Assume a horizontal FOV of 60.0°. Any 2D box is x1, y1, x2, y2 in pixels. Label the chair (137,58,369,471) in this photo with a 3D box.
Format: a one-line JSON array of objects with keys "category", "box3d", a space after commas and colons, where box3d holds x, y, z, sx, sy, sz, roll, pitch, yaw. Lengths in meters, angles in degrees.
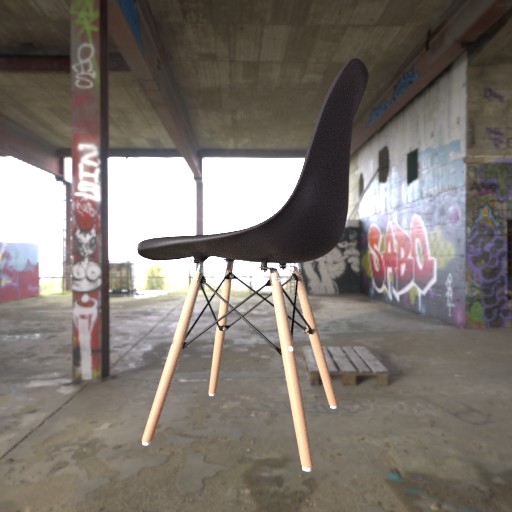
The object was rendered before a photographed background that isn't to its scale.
[{"category": "chair", "box3d": [0.000, 0.000, 1.082, 0.533, 0.825, 0.470, 0, 0, 18]}]
